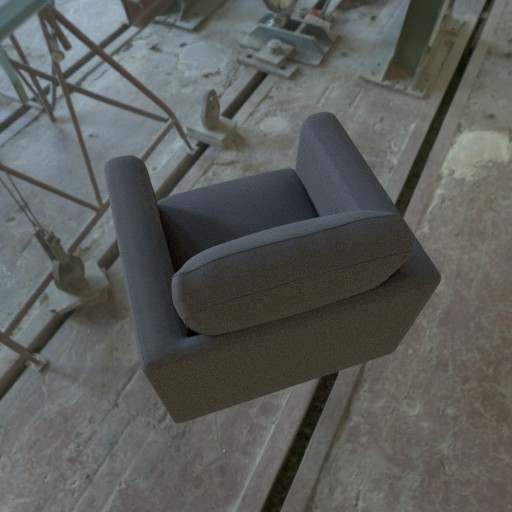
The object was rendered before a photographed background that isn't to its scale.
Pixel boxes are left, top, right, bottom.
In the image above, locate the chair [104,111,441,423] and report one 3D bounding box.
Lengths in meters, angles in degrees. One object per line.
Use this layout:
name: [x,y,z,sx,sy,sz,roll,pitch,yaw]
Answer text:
chair: [0.000,0.000,1.553,0.854,0.927,0.800,-15,58,-10]
